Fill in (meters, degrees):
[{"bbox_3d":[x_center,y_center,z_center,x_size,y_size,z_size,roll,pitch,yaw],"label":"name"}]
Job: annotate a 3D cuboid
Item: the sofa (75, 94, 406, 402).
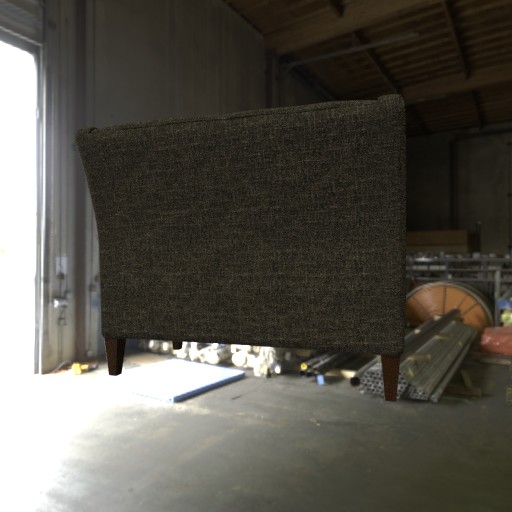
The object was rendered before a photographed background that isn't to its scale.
[{"bbox_3d":[0.000,0.000,1.943,1.242,1.021,0.870,0,-1,17],"label":"sofa"}]
